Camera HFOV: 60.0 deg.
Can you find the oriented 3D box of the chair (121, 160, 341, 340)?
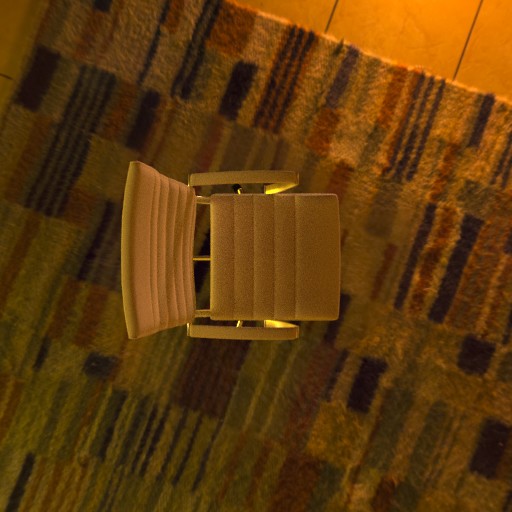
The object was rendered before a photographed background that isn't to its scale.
[{"bbox_3d":[0.000,0.000,1.657,0.739,1.149,0.766,0,88,-1],"label":"chair"}]
